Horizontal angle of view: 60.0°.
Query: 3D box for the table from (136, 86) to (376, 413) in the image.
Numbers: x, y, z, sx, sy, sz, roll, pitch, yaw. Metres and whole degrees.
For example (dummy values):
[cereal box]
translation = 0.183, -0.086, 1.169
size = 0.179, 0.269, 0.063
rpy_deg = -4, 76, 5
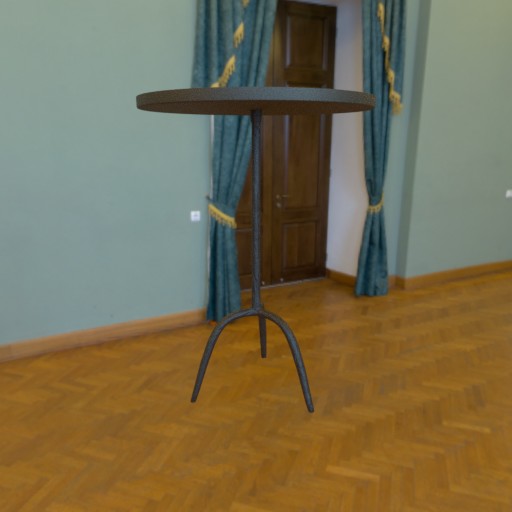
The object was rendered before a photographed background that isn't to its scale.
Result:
[table]
translation = 0.000, 0.000, 1.048
size = 0.502, 0.700, 0.502
rpy_deg = -8, 17, -27
